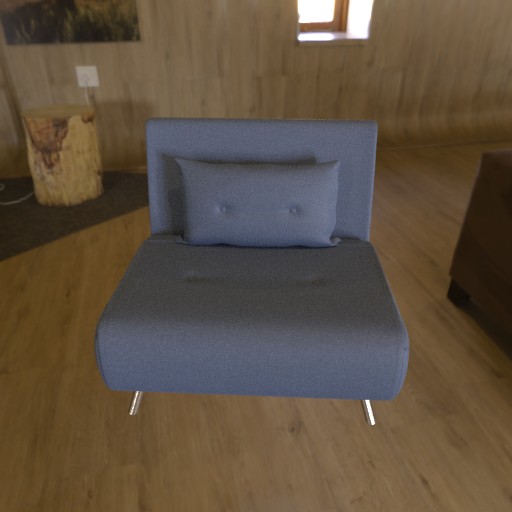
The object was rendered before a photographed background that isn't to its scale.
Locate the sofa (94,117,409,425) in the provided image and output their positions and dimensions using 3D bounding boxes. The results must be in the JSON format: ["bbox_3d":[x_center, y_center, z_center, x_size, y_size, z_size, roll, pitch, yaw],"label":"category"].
[{"bbox_3d":[0.000,0.000,1.739,0.999,0.860,0.996,1,31,2],"label":"sofa"}]
